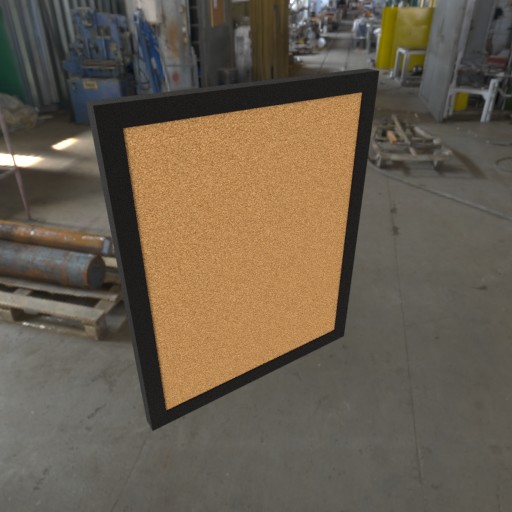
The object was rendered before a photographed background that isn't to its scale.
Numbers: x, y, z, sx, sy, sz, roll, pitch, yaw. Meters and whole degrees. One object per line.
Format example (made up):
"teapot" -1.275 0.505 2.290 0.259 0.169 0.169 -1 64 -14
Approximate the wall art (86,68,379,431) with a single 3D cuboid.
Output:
"wall art" 0.000 0.000 0.759 0.457 0.559 0.029 -19 36 -28
